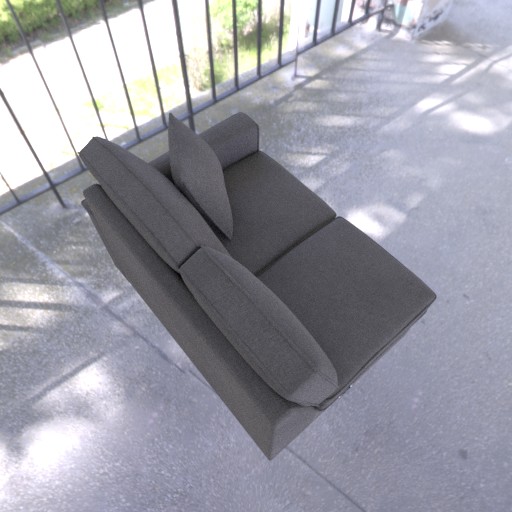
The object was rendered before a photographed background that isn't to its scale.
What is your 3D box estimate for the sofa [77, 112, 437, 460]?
[{"bbox_3d":[0.000,0.000,2.064,0.991,0.989,1.388,-35,64,-20],"label":"sofa"}]
